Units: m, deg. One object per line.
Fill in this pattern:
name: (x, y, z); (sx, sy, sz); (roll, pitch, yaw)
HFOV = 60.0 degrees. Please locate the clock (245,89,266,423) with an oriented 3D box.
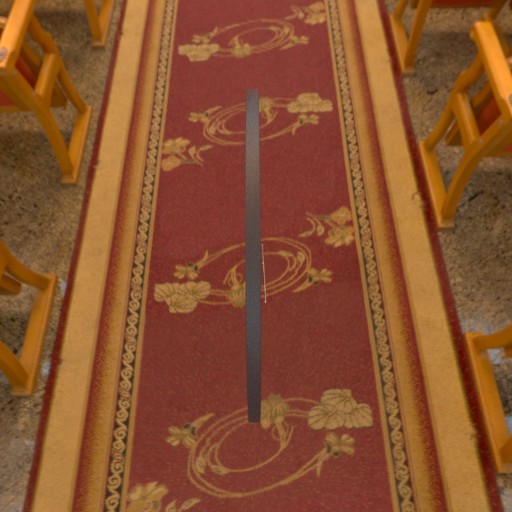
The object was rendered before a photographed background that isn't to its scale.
clock: (0.000, 0.000, 0.846); (0.029, 0.595, 0.595); (0, 64, 0)
